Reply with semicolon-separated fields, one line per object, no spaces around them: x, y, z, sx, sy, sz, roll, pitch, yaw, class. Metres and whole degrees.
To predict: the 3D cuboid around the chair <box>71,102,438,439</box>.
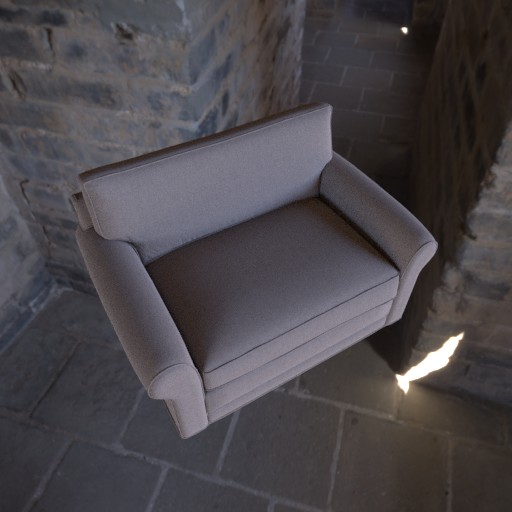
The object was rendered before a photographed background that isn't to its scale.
0.000;0.000;2.043;1.390;0.930;0.930;-23;51;-21;chair
